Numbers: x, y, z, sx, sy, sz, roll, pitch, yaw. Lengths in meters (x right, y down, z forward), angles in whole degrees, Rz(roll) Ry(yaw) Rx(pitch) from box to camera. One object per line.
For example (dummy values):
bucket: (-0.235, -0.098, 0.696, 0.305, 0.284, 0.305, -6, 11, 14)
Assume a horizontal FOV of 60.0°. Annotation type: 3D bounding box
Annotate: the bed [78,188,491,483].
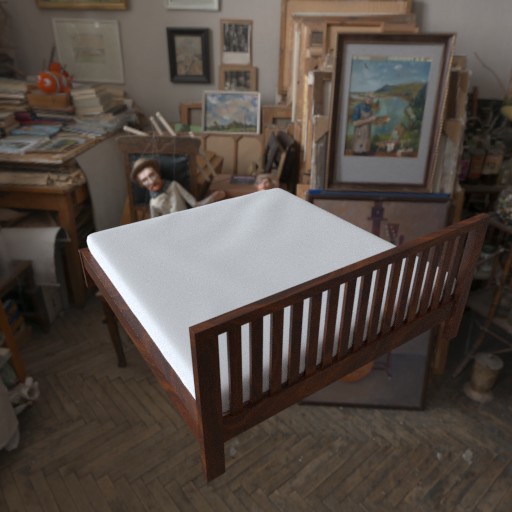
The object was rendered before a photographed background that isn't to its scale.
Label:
bed: (0.000, 0.000, 3.052, 1.905, 0.890, 2.030, -18, 34, -29)
